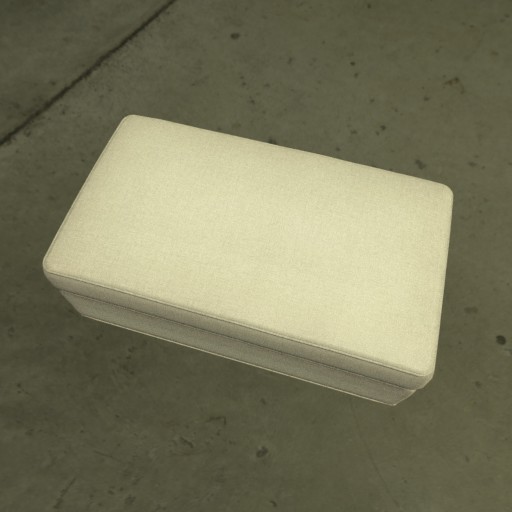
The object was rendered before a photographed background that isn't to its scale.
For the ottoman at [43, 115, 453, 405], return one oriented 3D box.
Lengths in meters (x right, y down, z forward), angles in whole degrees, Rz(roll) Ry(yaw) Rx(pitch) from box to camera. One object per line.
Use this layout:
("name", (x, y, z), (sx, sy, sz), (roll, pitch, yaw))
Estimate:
("ottoman", (0.000, 0.000, 1.438), (1.097, 0.461, 0.617), (15, 64, 7))
